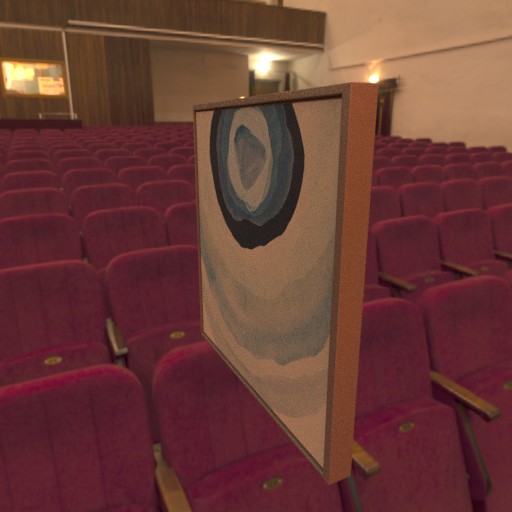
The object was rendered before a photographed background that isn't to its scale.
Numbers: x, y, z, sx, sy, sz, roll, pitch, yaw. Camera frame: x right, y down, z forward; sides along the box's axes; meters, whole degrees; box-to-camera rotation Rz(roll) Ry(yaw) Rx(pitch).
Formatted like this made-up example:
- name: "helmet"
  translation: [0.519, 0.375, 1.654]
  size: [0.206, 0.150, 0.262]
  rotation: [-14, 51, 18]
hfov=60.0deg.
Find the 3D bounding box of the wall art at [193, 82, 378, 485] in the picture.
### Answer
- name: "wall art"
  translation: [0.000, 0.000, 0.517]
  size: [0.028, 0.349, 0.349]
  rotation: [-8, 18, -25]
